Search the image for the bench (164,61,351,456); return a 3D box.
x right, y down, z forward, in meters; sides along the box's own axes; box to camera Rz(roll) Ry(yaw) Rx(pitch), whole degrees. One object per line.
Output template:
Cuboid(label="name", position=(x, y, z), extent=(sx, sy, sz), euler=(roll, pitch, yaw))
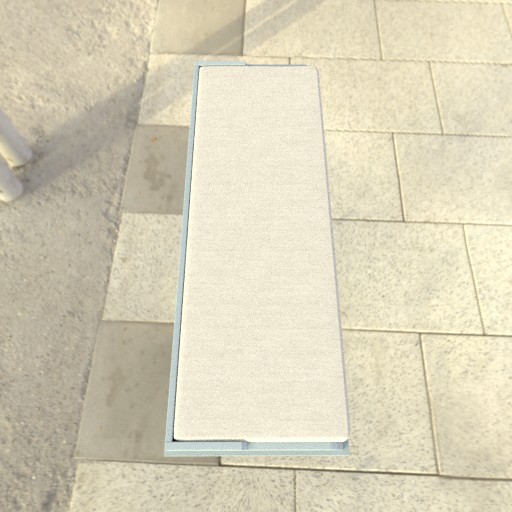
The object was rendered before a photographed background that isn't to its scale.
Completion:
Cuboid(label="bench", position=(0.000, 0.000, 1.377), extent=(0.398, 0.501, 1.140), euler=(0, 65, 0))
